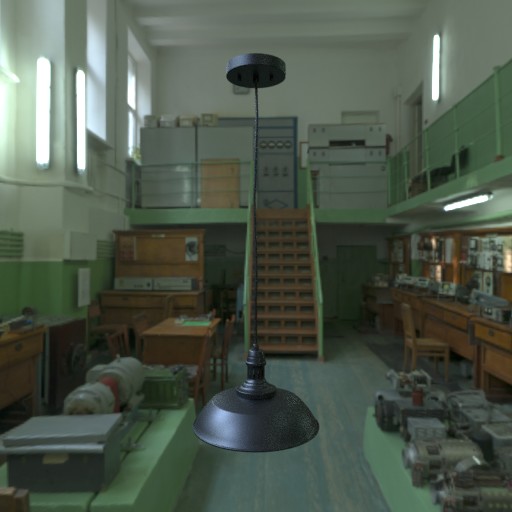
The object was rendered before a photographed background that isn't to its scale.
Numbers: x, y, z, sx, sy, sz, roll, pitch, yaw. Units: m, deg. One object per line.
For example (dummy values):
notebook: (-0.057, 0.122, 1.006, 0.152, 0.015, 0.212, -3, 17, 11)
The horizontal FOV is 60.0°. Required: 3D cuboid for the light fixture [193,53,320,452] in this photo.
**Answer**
light fixture: (0.000, 0.000, 1.165, 0.331, 0.993, 0.331, 0, 0, 1)
